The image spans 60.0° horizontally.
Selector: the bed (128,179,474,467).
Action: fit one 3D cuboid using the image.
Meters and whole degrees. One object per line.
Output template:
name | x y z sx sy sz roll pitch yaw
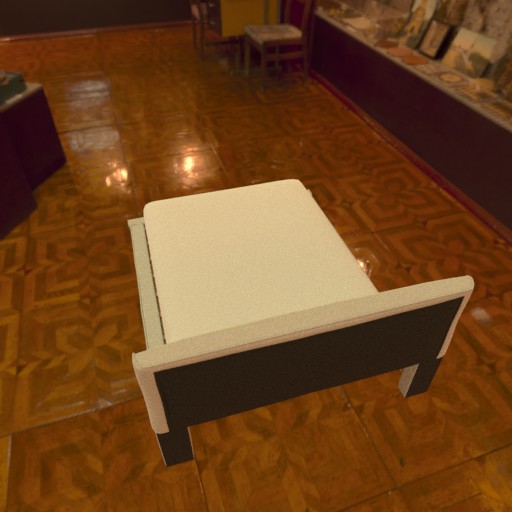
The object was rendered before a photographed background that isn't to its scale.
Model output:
bed | 0.000 0.000 3.342 1.840 1.067 2.368 -11 43 -12
